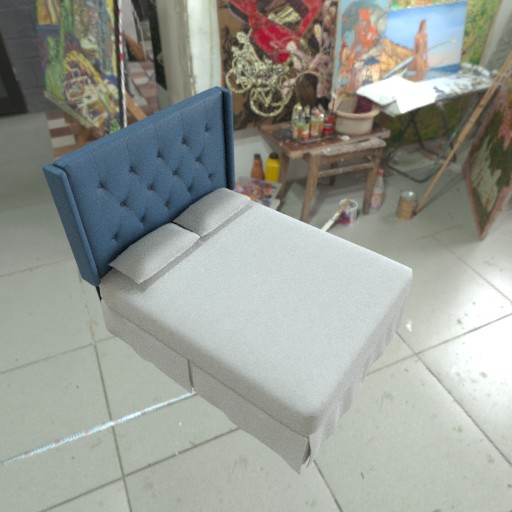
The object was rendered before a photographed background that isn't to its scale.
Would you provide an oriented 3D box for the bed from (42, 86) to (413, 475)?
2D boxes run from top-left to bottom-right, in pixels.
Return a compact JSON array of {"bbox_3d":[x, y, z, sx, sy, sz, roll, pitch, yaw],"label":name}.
[{"bbox_3d":[0.000,0.000,3.364,2.078,1.665,1.719,26,48,26],"label":"bed"}]
